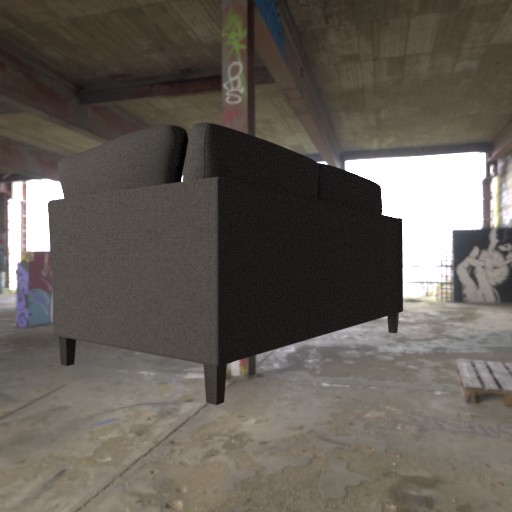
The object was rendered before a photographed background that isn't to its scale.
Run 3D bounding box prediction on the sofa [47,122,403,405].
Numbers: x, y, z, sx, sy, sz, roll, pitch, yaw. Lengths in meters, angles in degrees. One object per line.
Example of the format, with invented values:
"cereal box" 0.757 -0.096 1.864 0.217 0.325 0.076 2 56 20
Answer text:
"sofa" 0.000 0.000 2.288 0.969 0.920 1.751 0 0 36
